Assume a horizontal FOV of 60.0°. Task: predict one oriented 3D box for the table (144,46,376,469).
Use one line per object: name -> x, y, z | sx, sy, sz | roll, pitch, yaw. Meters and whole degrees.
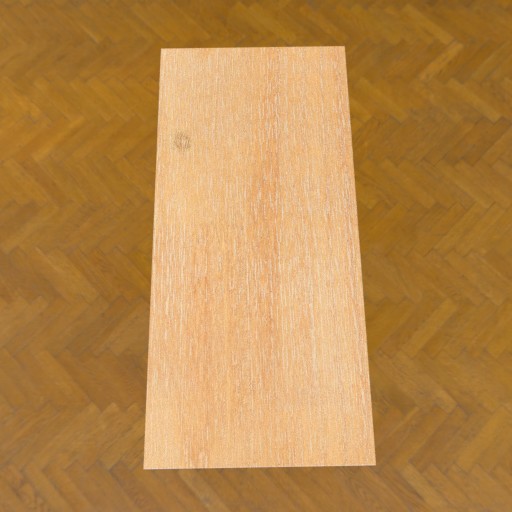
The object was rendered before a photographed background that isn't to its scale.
table -> 0.000, 0.000, 1.263 | 0.483, 0.457, 1.016 | -1, 76, 0
